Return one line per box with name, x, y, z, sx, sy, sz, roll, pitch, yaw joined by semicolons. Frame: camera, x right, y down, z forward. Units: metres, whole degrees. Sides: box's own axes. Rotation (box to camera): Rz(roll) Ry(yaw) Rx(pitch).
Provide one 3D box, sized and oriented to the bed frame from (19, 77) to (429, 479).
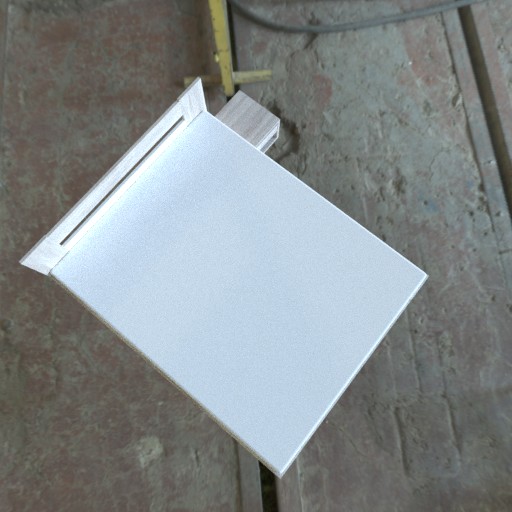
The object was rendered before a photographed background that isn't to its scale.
bed frame;0.000;0.000;3.137;2.050;0.860;2.040;38;79;9
